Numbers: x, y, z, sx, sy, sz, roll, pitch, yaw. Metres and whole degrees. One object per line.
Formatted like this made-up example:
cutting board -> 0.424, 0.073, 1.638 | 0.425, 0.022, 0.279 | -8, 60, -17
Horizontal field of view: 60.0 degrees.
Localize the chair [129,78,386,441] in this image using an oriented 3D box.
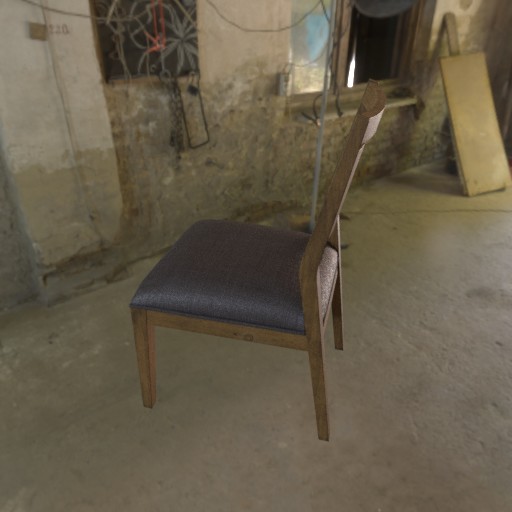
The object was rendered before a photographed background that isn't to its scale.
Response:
chair -> 0.000, 0.000, 1.305 | 0.610, 0.939, 0.501 | 8, 32, 13
